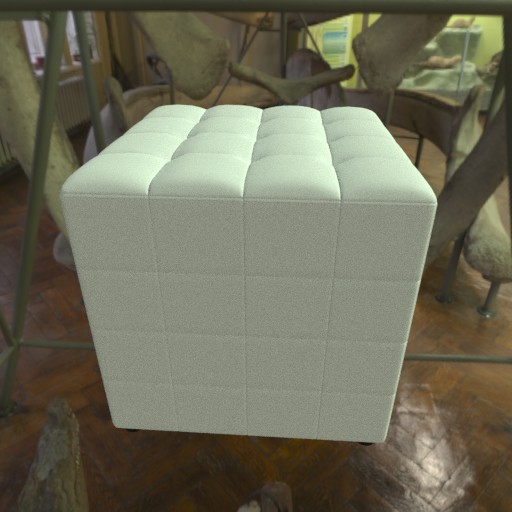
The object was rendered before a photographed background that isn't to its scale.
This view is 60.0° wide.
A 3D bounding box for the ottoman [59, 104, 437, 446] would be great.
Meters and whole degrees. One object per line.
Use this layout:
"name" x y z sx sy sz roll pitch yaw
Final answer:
"ottoman" 0.000 0.000 0.768 0.425 0.432 0.425 2 30 3
